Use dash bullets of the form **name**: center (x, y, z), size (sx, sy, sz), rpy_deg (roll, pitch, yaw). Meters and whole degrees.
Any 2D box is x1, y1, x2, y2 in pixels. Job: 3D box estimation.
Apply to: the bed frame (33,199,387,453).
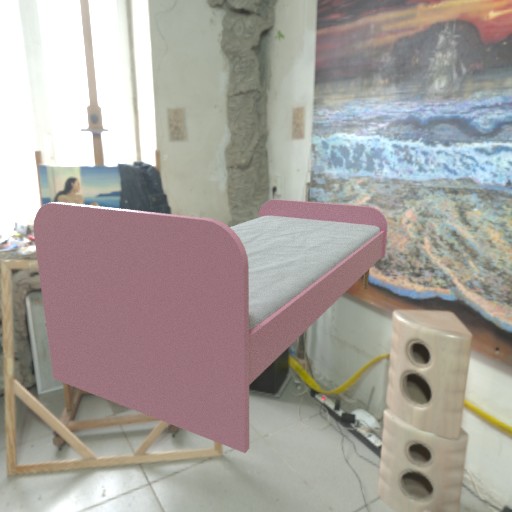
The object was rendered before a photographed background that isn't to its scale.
- **bed frame**: center (0.000, 0.000, 2.483), size (0.998, 0.805, 1.963), rpy_deg (8, 18, 28)
